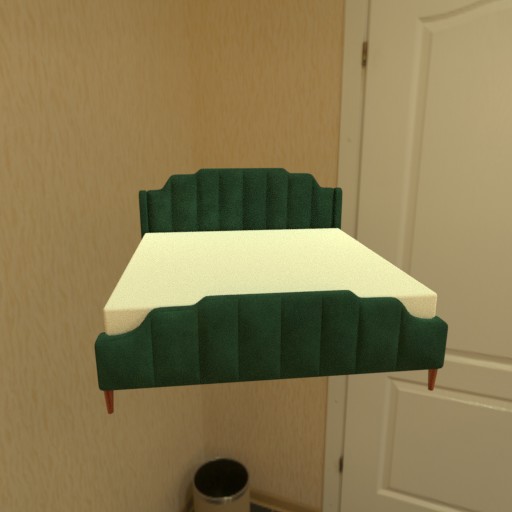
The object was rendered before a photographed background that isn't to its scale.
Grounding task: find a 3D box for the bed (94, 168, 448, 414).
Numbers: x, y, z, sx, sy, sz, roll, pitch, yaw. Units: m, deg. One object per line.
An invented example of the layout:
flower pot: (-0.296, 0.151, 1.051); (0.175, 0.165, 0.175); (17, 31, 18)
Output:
bed: (0.000, 0.000, 3.587); (2.074, 1.245, 2.340); (-2, 15, -7)
